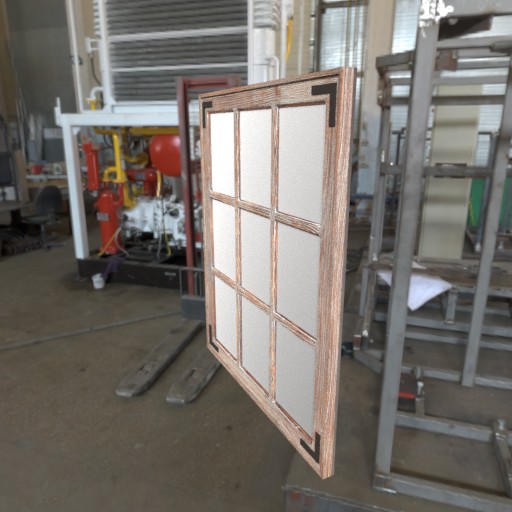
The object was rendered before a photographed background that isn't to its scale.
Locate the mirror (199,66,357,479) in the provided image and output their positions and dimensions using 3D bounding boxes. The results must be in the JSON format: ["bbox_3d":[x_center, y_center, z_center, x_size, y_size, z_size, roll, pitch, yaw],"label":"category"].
[{"bbox_3d":[0.000,0.000,1.220,0.032,0.882,0.730,-8,18,-26],"label":"mirror"}]
